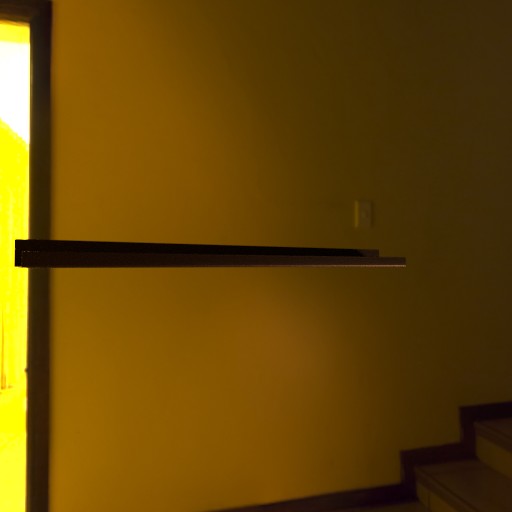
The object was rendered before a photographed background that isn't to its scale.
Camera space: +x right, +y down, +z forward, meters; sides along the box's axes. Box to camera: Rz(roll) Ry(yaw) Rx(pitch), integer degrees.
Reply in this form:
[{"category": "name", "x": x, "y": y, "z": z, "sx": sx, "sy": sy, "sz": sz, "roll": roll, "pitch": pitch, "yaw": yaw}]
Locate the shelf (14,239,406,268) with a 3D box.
[{"category": "shelf", "x": 0.000, "y": 0.000, "z": 0.969, "sx": 0.924, "sy": 0.049, "sz": 0.092, "roll": 1, "pitch": -1, "yaw": -35}]
